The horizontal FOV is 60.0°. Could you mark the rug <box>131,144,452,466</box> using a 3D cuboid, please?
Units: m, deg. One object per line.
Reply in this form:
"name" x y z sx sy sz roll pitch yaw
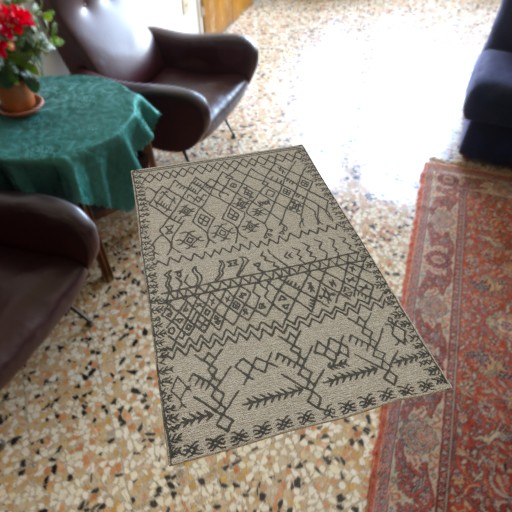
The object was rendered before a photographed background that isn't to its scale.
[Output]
"rug" 0.000 0.000 4.783 2.393 0.019 3.824 -11 48 -10
